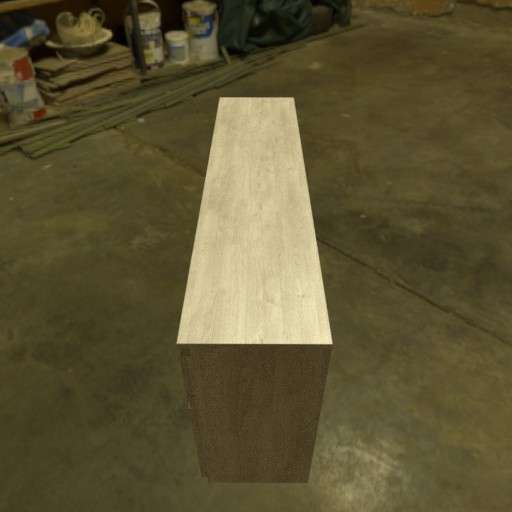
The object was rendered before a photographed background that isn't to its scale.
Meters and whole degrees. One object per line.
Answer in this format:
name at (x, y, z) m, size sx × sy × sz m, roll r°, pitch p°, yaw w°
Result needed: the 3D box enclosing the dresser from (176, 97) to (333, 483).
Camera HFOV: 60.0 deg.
dresser at (0.000, 0.000, 1.943) m, size 0.390 × 0.795 × 1.590 m, roll 0°, pitch 41°, yaw 0°
